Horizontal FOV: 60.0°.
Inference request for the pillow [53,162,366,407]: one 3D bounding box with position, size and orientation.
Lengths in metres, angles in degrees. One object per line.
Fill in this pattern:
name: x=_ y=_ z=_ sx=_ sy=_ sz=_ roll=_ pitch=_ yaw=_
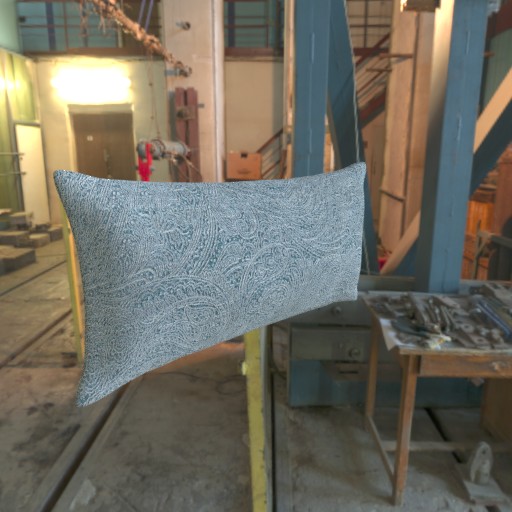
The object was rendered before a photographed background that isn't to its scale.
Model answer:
pillow: x=0.000 y=0.000 z=0.727 sx=0.615 sy=0.295 sz=0.151 roll=-12 pitch=18 yaw=-42
